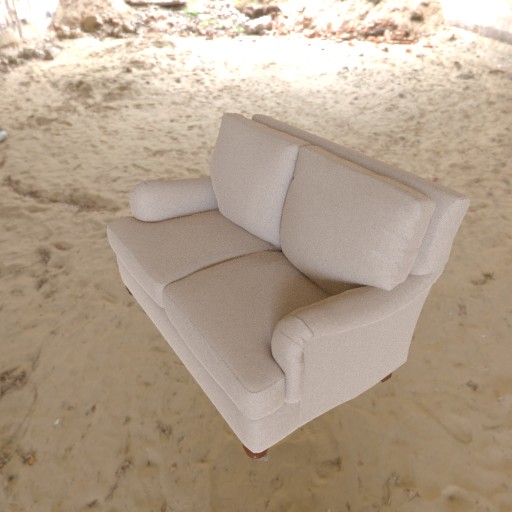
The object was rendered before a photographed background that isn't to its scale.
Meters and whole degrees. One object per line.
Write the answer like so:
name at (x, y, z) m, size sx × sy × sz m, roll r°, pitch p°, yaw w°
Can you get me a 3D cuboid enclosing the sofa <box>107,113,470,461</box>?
sofa at (0.000, 0.000, 2.223) m, size 1.087 × 1.048 × 1.508 m, roll -21°, pitch 39°, yaw -28°
